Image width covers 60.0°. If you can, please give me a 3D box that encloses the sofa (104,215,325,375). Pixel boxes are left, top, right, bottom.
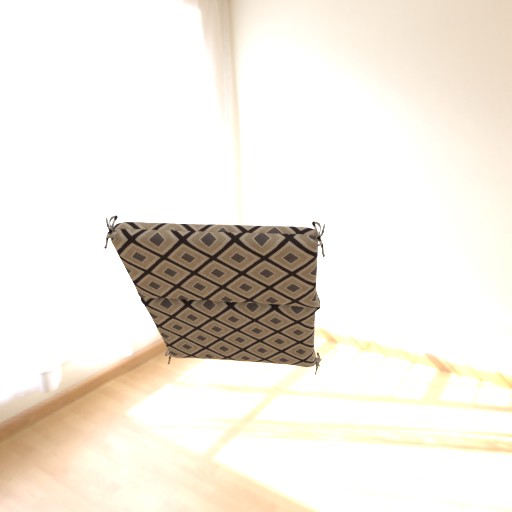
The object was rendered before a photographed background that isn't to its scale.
[{"bbox_3d":[0.000,0.000,1.907,0.582,0.622,1.663,2,16,8],"label":"sofa"}]
